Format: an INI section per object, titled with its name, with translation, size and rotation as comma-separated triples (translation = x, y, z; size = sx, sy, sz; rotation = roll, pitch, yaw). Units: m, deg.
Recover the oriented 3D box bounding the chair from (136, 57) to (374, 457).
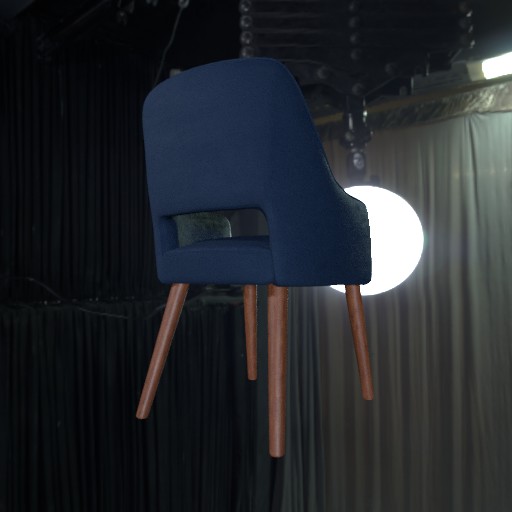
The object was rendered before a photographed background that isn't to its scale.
[chair]
translation = 0.000, 0.000, 1.230
size = 0.559, 0.844, 0.591
rotation = -2, -3, 35
